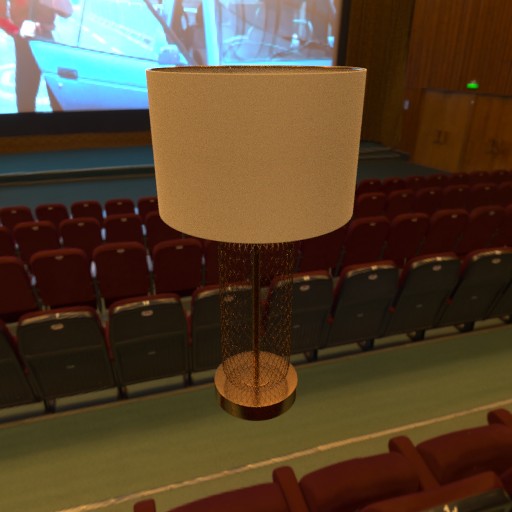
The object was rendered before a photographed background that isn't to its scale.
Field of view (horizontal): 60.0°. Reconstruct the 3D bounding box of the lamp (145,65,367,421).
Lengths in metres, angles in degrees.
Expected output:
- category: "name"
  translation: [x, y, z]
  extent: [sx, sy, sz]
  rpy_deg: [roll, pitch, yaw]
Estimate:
- category: "lamp"
  translation: [0.000, 0.000, 0.619]
  extent: [0.252, 0.483, 0.252]
  rpy_deg: [-8, 26, -16]
